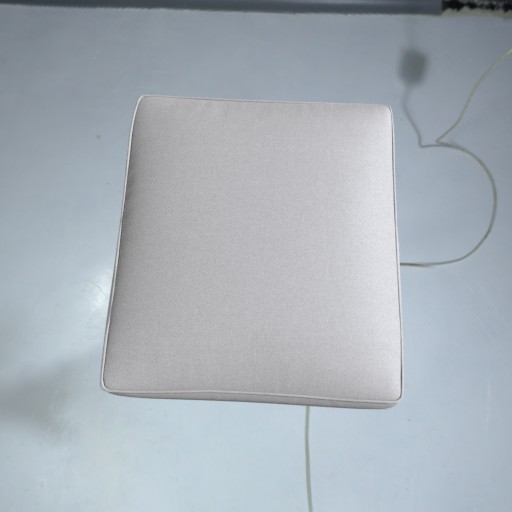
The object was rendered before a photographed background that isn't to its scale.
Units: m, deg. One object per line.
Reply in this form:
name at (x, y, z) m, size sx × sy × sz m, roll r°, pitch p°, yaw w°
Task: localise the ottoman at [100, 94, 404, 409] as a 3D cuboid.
ottoman at (0.000, 0.000, 1.163) m, size 0.662 × 0.505 × 0.721 m, roll 2°, pitch 75°, yaw 1°
